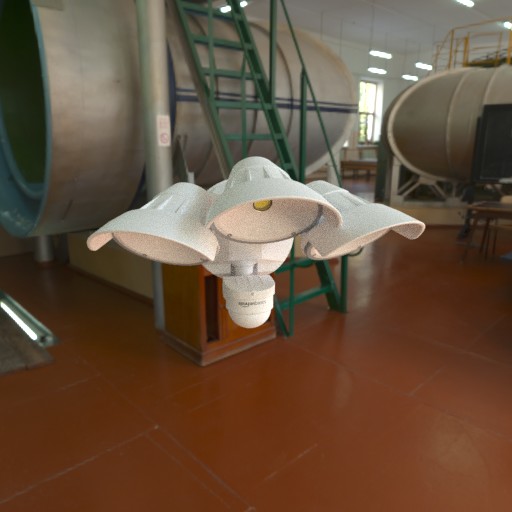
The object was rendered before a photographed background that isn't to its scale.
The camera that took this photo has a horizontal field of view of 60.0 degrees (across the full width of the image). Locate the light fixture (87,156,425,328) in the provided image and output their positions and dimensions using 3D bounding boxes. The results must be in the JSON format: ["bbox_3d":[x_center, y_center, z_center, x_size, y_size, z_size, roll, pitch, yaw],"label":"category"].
[{"bbox_3d":[0.000,0.000,0.543,0.369,0.237,0.278,-2,15,-8],"label":"light fixture"}]
